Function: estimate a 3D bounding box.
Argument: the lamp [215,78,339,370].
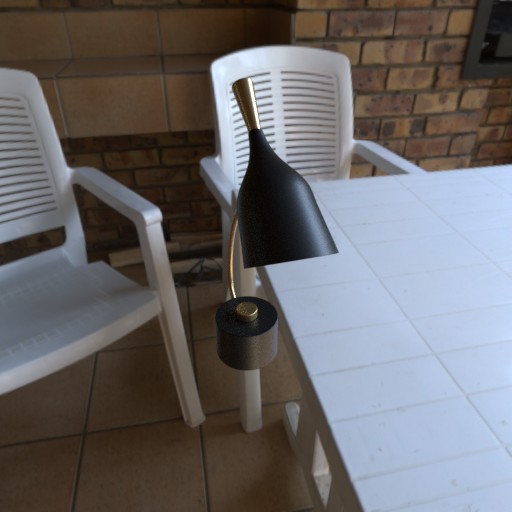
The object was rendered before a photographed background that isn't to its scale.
[{"bbox_3d":[0.000,0.000,0.636,0.110,0.464,0.352,-9,34,-14],"label":"lamp"}]
